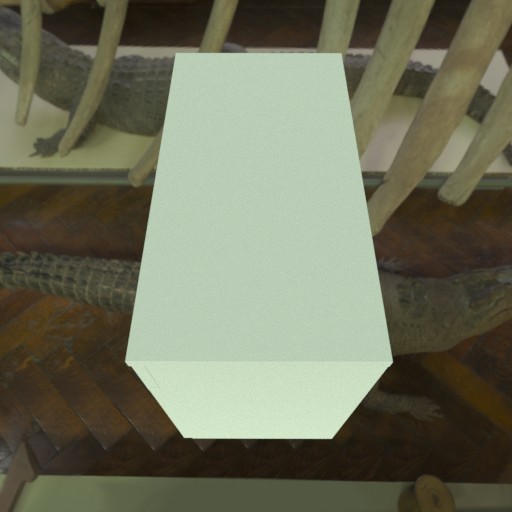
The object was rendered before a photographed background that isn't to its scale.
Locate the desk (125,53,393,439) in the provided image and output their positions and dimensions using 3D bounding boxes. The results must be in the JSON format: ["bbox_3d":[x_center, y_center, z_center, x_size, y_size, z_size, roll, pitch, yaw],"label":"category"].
[{"bbox_3d":[0.000,0.000,1.323,0.482,0.730,0.898,0,58,0],"label":"desk"}]
